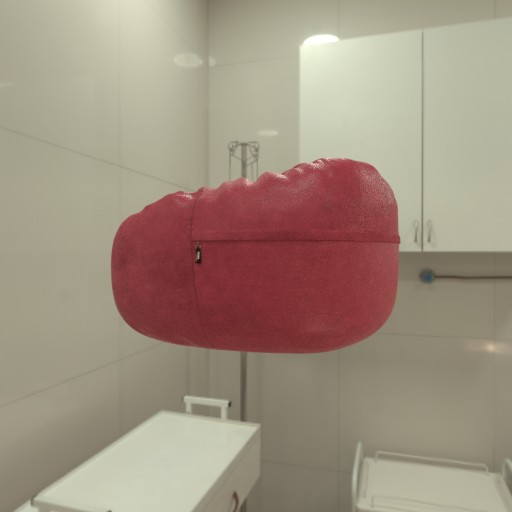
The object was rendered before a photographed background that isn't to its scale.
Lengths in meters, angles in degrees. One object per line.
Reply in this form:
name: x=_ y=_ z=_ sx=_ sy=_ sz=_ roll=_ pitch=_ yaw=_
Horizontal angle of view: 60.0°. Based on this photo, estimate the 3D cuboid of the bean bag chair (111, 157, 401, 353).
bean bag chair: x=0.000 y=0.000 z=2.458 sx=1.524 sy=0.878 sz=1.524 roll=0 pitch=0 yaw=16
